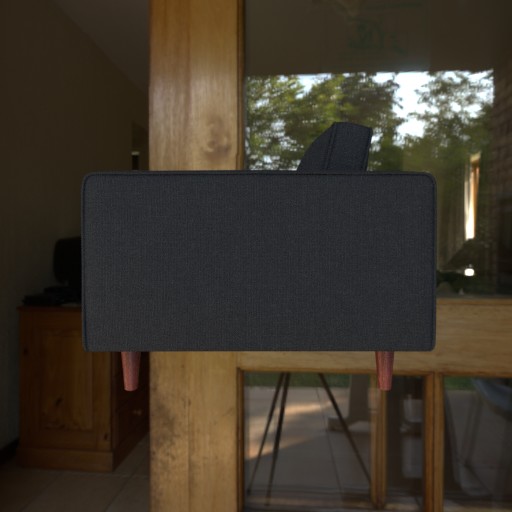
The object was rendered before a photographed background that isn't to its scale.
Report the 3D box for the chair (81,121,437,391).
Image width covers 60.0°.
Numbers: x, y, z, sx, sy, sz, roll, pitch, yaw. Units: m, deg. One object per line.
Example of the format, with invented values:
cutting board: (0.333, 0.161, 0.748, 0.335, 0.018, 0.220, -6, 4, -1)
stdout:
chair: (0.000, 0.000, 1.544, 0.919, 0.770, 0.899, 0, 1, 0)
